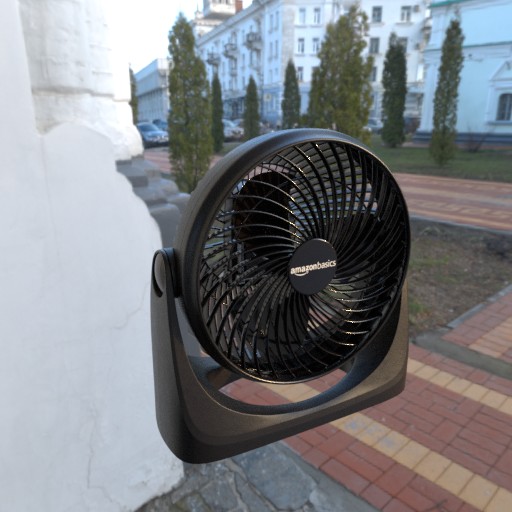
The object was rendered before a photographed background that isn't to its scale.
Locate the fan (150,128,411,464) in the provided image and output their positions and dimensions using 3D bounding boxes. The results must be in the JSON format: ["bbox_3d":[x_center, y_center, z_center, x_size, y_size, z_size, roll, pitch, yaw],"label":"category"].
[{"bbox_3d":[0.000,0.000,0.495,0.273,0.277,0.256,-9,19,-26],"label":"fan"}]
